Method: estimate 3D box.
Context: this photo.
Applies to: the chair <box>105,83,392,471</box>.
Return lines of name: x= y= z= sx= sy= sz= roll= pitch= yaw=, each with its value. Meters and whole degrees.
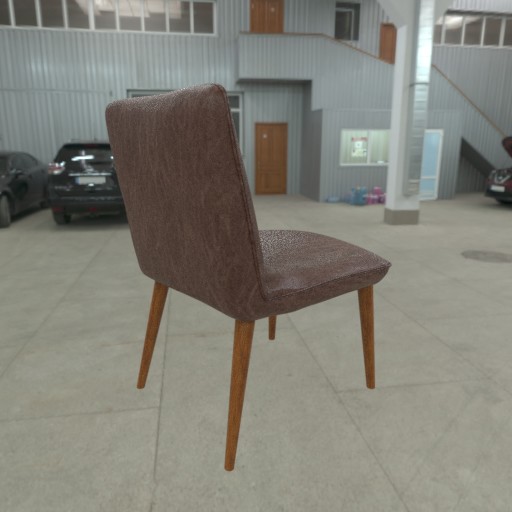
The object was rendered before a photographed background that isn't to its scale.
chair: x=0.000 y=0.000 z=1.208 sx=0.645 sy=0.803 sz=0.543 roll=-13 pitch=19 yaw=-43
